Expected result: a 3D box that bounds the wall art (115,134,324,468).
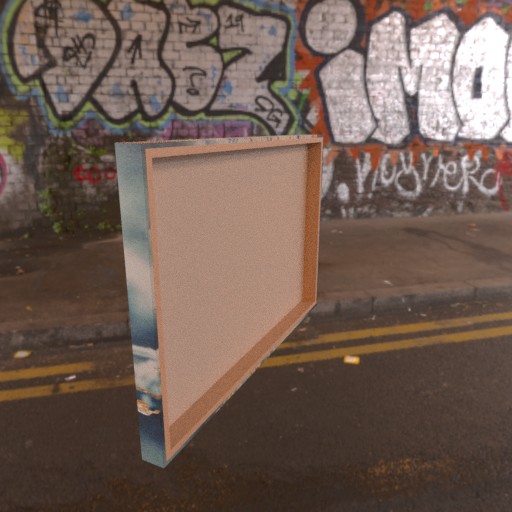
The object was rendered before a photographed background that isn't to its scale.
[{"bbox_3d":[0.000,0.000,0.782,0.036,0.405,0.607,8,18,25],"label":"wall art"}]
